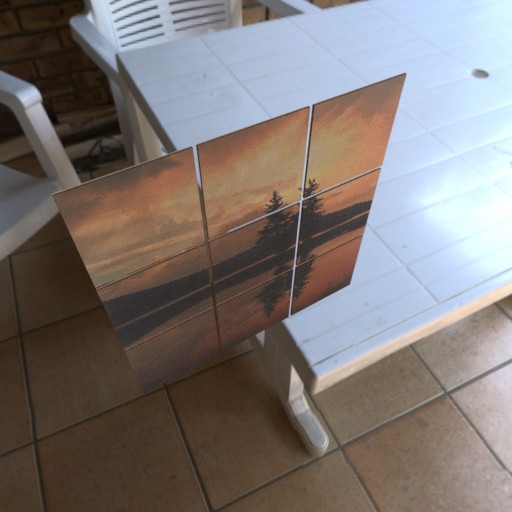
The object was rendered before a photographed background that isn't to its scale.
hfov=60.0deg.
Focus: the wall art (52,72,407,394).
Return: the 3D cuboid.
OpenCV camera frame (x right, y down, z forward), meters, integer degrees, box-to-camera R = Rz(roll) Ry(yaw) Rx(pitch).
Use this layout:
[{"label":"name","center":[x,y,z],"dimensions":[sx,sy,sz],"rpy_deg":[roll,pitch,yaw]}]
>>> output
[{"label":"wall art","center":[0.000,0.000,2.247],"dimensions":[1.520,1.525,0.013],"rpy_deg":[-25,54,-20]}]
